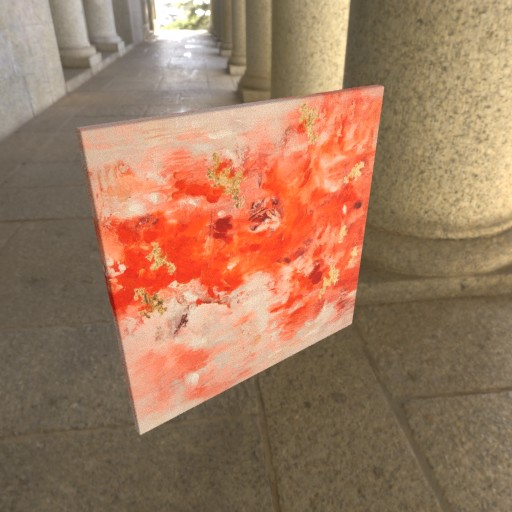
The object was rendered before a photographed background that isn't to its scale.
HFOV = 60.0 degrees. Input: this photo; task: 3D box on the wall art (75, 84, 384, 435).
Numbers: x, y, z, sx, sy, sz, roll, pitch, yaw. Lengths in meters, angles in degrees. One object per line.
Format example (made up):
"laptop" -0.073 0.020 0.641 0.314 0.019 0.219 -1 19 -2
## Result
"wall art" 0.000 0.000 1.310 0.878 0.878 0.066 -20 35 -30
